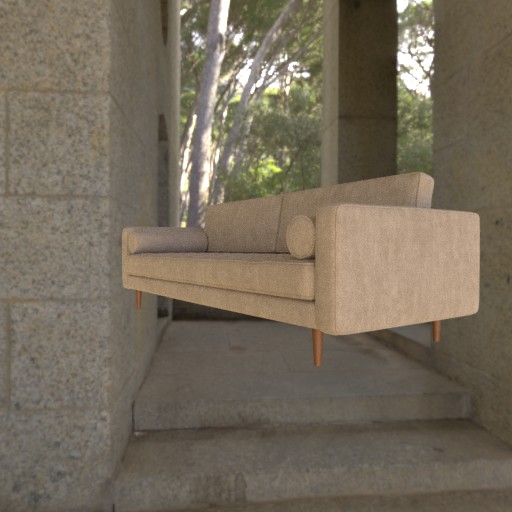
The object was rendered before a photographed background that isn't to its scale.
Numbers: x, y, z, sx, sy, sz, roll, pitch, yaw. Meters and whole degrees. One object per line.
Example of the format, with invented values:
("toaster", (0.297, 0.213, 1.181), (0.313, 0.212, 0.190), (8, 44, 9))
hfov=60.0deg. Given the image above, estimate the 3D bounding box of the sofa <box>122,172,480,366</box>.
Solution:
("sofa", (0.000, 0.000, 2.594), (0.919, 0.770, 2.200), (-1, 1, -35))
